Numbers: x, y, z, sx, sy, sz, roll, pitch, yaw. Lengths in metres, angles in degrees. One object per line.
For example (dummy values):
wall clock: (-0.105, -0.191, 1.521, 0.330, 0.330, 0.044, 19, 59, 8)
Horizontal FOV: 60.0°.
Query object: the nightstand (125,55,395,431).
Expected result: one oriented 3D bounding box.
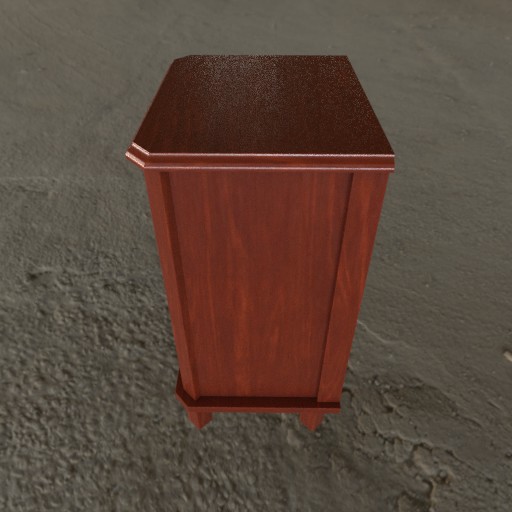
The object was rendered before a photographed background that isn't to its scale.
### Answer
nightstand: (0.000, 0.000, 0.929, 0.351, 0.681, 0.435, 0, 40, 0)
